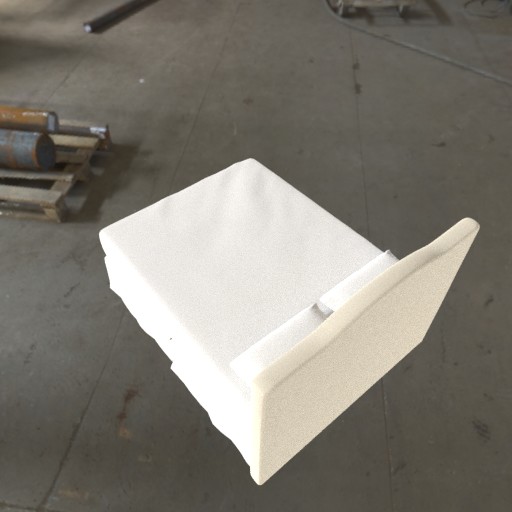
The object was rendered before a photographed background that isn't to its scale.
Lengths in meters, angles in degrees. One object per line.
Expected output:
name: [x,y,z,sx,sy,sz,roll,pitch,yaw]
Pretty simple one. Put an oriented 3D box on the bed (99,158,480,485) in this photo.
bed: [0.000,0.000,3.288,1.741,1.449,2.196,-31,55,-25]
